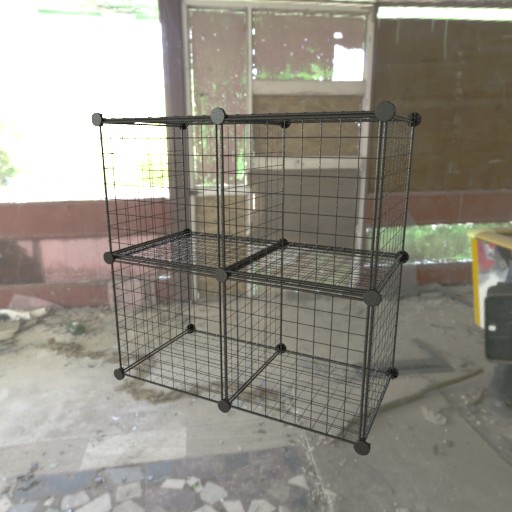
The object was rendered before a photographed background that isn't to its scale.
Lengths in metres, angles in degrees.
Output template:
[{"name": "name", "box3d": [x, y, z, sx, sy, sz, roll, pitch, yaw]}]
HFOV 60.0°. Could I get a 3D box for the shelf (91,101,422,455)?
[{"name": "shelf", "box3d": [0.000, 0.000, 1.151, 0.711, 0.711, 0.356, 7, 16, 26]}]
